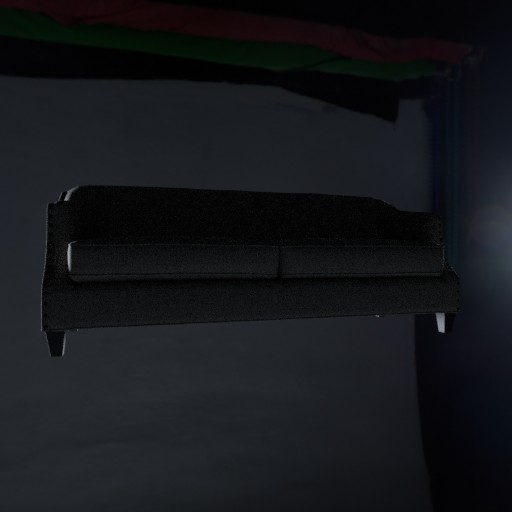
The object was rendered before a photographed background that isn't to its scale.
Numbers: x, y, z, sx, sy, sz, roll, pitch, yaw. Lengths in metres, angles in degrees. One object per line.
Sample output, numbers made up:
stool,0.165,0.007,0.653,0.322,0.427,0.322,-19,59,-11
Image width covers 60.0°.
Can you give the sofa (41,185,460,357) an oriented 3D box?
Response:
sofa,0.000,0.000,2.678,2.235,0.901,0.914,0,0,-17
